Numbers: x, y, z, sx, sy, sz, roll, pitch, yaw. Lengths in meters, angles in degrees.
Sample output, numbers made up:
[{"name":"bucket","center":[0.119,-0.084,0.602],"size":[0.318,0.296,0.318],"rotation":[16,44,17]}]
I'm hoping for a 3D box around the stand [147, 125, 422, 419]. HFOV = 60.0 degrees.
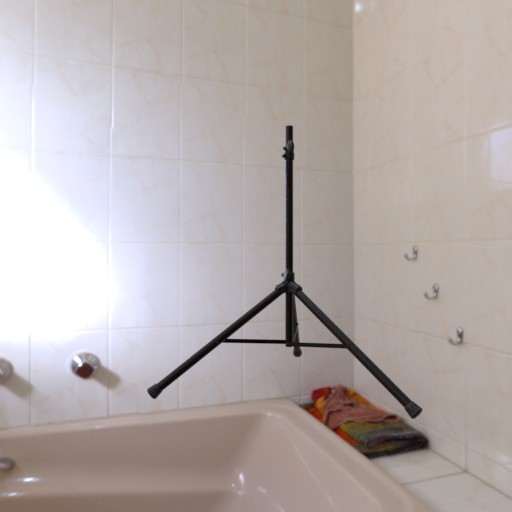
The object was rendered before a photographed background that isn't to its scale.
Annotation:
[{"name":"stand","center":[0.000,0.000,1.895],"size":[0.907,1.136,1.045],"rotation":[0,0,-17]}]
